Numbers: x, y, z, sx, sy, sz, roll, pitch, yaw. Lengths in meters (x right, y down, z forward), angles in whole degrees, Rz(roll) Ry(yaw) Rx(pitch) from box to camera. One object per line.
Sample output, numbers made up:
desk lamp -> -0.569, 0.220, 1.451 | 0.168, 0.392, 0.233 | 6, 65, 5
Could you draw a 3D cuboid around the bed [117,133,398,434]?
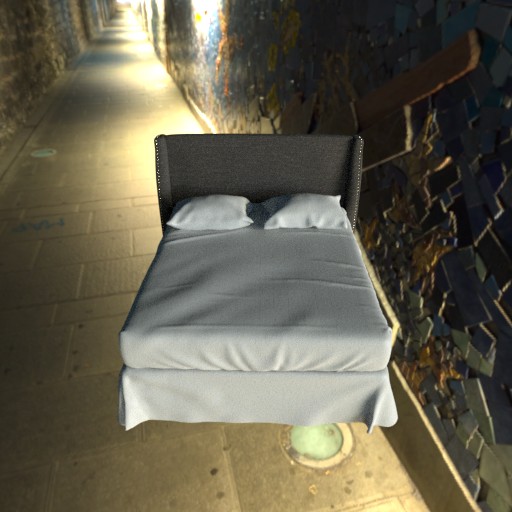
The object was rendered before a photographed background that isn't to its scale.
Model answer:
bed -> 0.000, 0.000, 3.477 | 1.925, 1.332, 2.276 | 1, 30, 1
